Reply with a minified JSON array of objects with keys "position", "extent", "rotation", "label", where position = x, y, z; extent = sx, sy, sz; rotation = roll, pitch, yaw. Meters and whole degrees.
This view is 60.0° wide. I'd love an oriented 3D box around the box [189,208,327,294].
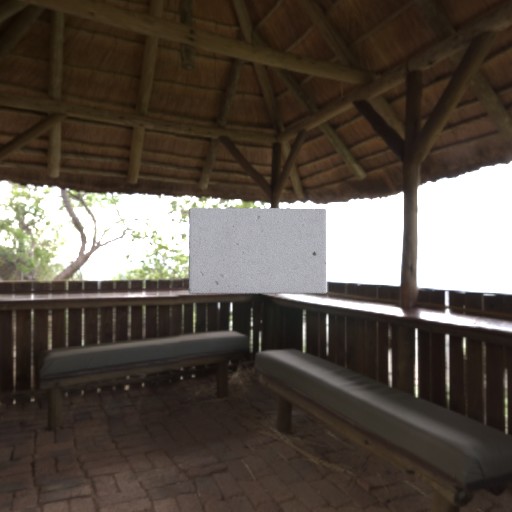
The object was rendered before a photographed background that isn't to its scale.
[{"position":[0.000,0.000,0.491],"extent":[0.082,0.051,0.461],"rotation":[0,-1,0],"label":"box"}]
